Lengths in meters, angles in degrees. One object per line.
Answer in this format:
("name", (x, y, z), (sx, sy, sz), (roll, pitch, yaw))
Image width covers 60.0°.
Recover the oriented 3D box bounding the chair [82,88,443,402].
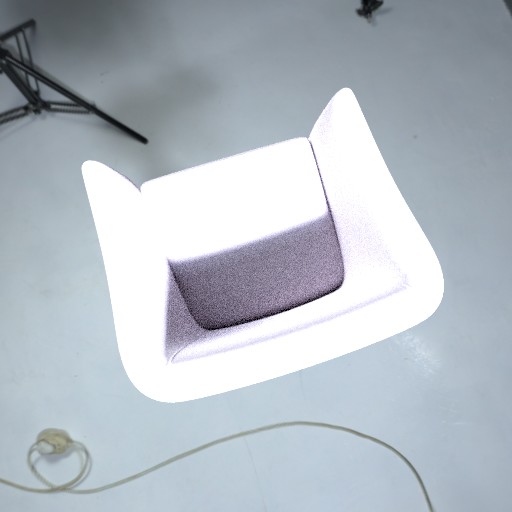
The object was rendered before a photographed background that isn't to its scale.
("chair", (0.000, 0.000, 1.358), (0.790, 0.720, 0.700), (-17, 76, -4))
